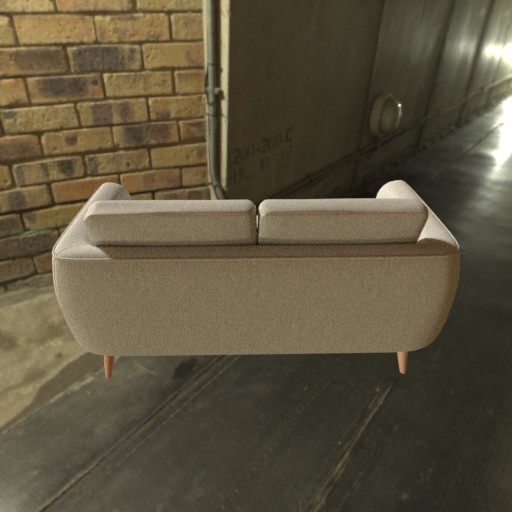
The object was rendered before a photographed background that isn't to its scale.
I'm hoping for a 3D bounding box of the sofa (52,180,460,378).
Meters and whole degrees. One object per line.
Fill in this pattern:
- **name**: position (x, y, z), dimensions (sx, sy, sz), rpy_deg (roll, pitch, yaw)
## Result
- **sofa**: position (0.000, 0.000, 2.198), dimensions (1.700, 0.850, 0.920), rpy_deg (-1, 31, -1)
